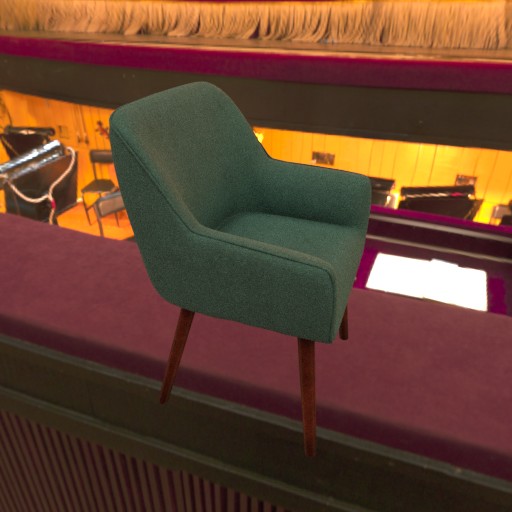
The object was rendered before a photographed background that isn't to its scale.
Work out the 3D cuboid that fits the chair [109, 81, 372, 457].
[{"bbox_3d":[0.000,0.000,1.179,0.519,0.803,0.543,10,32,17],"label":"chair"}]
